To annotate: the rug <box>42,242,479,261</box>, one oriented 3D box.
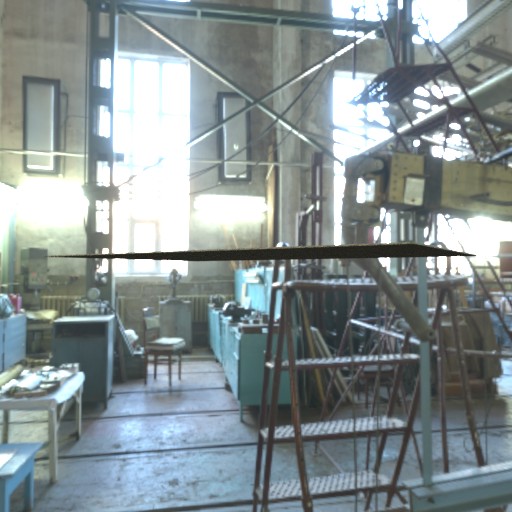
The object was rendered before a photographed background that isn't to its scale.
[{"bbox_3d":[0.000,0.000,2.918,2.441,0.008,1.526,-1,-3,35],"label":"rug"}]
